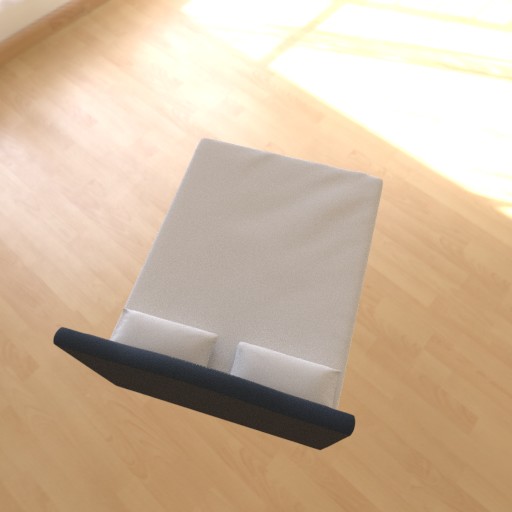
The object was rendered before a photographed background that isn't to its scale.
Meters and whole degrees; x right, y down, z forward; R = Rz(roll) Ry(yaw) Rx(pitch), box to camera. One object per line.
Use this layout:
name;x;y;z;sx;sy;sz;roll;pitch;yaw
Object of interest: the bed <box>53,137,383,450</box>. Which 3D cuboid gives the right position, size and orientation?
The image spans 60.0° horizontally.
bed;0.000;0.000;3.400;1.821;1.436;2.282;15;64;7
